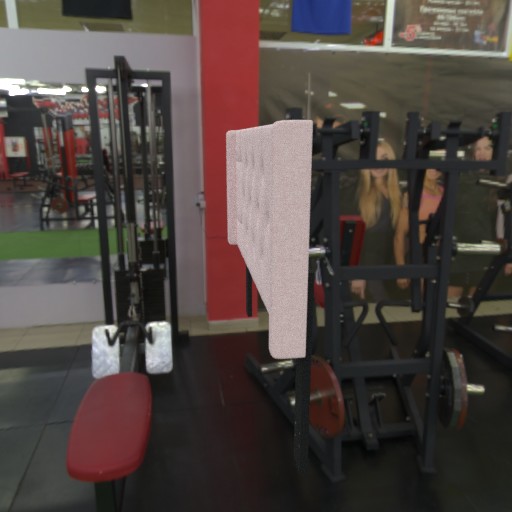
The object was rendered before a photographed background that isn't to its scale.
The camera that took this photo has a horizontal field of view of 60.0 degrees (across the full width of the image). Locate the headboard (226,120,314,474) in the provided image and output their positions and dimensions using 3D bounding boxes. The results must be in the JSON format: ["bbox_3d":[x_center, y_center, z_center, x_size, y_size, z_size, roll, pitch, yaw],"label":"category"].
[{"bbox_3d":[0.000,0.000,2.728,0.184,1.524,2.051,-2,15,-8],"label":"headboard"}]
